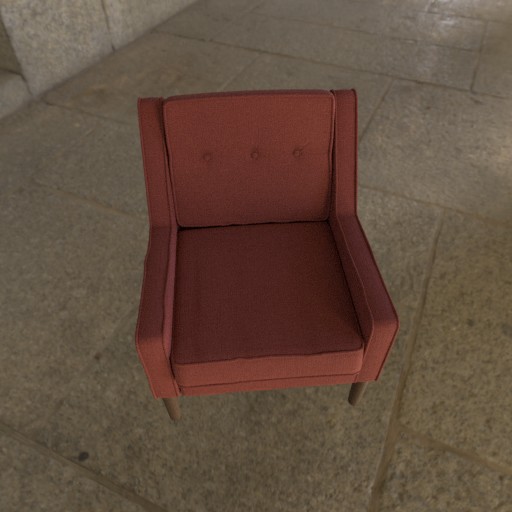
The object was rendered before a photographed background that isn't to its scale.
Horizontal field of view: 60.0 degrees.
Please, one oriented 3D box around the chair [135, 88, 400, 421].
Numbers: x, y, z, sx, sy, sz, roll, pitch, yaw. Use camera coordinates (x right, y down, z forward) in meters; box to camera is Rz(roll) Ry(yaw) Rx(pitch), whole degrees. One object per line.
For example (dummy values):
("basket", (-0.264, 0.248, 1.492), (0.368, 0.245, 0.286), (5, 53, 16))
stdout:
("chair", (0.000, 0.000, 1.395), (0.680, 0.812, 0.770), (-4, 47, -3))
